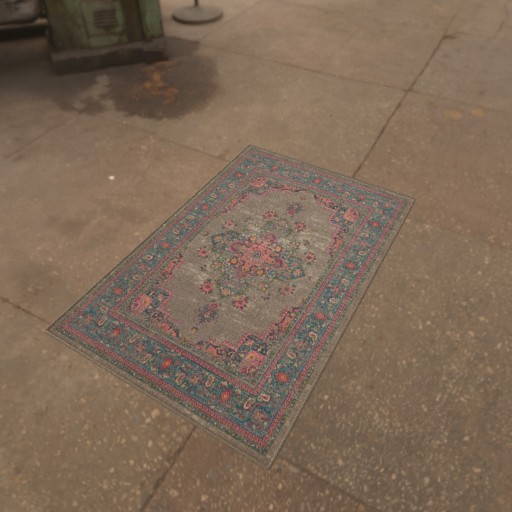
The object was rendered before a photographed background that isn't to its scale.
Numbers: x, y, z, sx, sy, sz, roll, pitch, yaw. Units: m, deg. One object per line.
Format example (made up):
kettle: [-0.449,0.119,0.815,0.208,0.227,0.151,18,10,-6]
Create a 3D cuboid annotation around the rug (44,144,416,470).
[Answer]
rug: [0.000,0.000,2.270,1.144,0.014,1.748,23,51,21]
